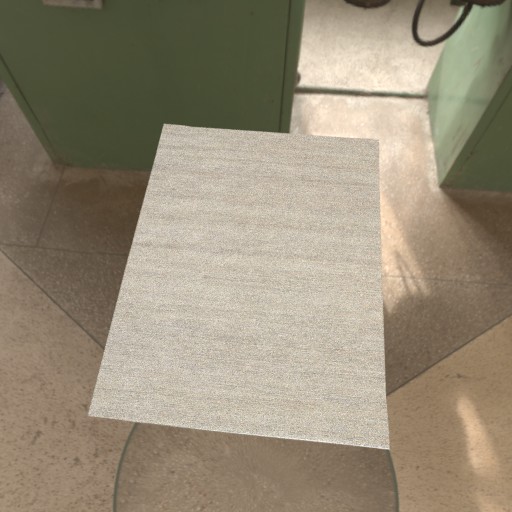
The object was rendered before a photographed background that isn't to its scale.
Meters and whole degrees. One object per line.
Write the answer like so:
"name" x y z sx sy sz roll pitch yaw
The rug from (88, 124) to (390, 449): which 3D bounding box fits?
"rug" 0.000 0.000 4.820 2.757 0.051 3.626 5 63 3
